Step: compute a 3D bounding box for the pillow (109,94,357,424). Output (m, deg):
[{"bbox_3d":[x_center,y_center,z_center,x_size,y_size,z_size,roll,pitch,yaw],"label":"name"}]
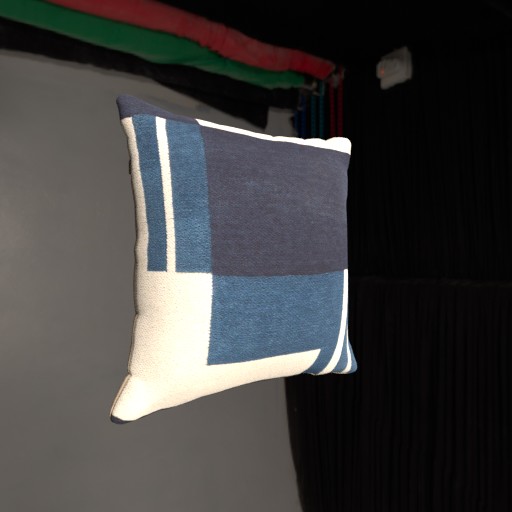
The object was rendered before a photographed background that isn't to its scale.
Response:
[{"bbox_3d":[0.000,0.000,0.815,0.536,0.506,0.229,0,0,-36],"label":"pillow"}]
